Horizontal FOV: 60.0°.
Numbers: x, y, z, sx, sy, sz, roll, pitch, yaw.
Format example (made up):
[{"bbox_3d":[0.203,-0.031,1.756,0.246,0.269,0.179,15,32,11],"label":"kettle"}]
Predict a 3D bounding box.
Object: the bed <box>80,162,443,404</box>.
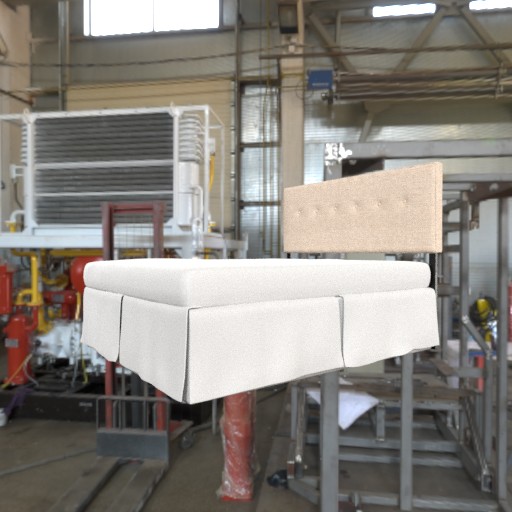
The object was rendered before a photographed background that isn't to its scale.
[{"bbox_3d":[0.000,0.000,3.051,1.978,1.270,1.643,0,1,-37],"label":"bed"}]
